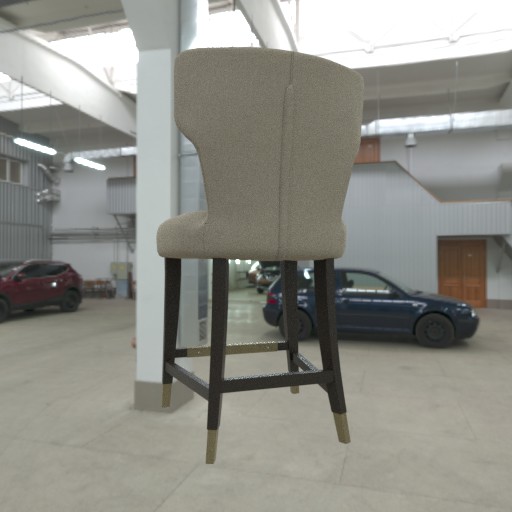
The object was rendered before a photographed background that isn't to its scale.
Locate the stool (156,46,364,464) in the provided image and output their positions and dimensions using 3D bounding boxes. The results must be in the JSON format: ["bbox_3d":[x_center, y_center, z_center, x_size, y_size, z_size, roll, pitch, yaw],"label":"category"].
[{"bbox_3d":[0.000,0.000,1.297,0.527,0.982,0.563,0,-1,-19],"label":"stool"}]
